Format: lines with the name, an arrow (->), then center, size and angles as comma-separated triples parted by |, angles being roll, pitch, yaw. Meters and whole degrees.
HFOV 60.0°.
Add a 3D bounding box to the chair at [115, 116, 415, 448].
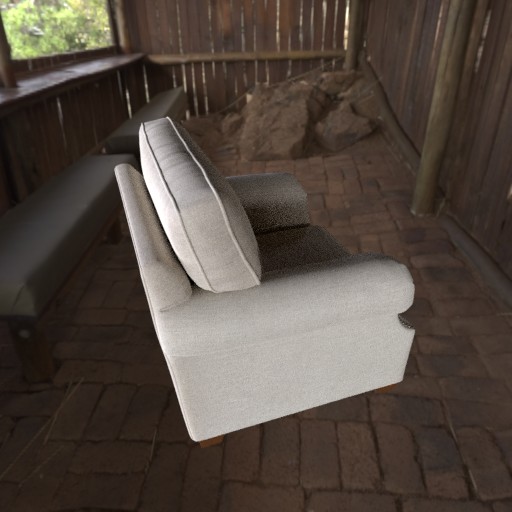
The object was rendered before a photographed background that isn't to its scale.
chair -> 0.000, 0.000, 1.810 | 0.965, 0.961, 1.092 | -10, 31, -17
